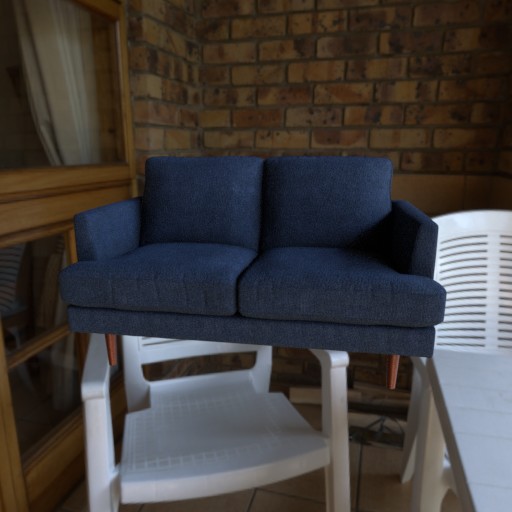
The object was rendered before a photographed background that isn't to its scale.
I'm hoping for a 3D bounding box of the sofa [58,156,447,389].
[{"bbox_3d":[0.000,0.000,2.165,1.582,0.944,0.903,2,14,9],"label":"sofa"}]
